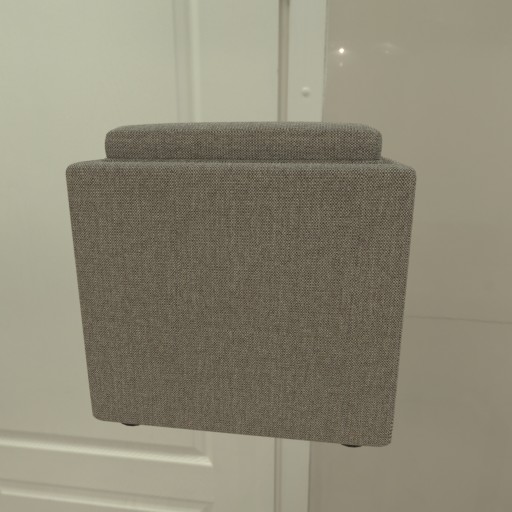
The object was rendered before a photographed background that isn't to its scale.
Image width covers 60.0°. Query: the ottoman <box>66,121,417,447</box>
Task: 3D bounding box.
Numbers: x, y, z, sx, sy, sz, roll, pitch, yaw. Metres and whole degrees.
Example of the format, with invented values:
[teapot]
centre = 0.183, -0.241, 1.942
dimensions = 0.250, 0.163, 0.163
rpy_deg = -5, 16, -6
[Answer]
[ottoman]
centre = 0.000, 0.000, 0.801
dimensions = 0.450, 0.460, 0.450
rpy_deg = 2, 15, 8
